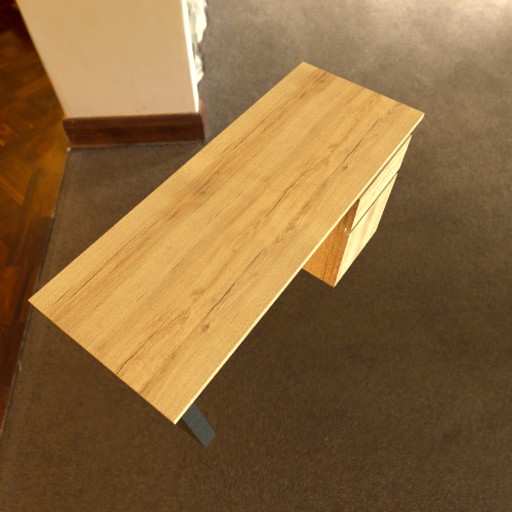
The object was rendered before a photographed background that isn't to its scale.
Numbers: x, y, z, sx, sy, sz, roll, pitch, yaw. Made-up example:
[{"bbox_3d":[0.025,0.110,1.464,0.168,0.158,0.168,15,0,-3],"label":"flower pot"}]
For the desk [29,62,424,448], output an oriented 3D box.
[{"bbox_3d":[0.000,0.000,1.777,0.550,0.760,1.400,32,62,19],"label":"desk"}]
